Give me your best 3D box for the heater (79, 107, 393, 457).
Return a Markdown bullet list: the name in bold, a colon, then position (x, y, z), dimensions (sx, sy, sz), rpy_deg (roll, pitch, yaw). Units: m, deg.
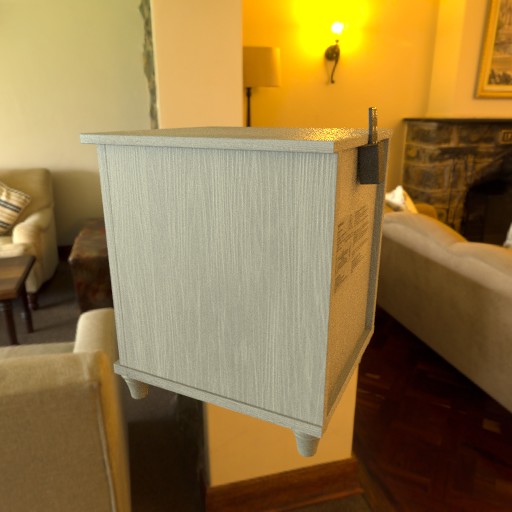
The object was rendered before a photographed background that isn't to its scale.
- **heater**: position (0.000, 0.000, 0.758), dimensions (0.400, 0.481, 0.362), rpy_deg (9, 20, 24)
